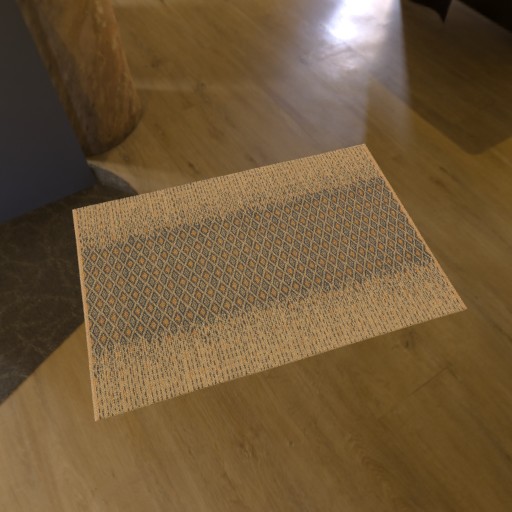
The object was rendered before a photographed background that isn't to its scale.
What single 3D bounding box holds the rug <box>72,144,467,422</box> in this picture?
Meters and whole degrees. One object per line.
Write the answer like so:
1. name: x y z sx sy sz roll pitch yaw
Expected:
1. rug: 0.000 0.000 2.373 1.828 0.005 1.219 -15 59 -9
